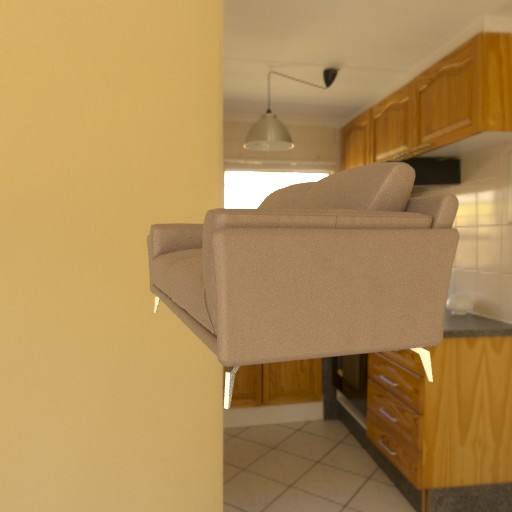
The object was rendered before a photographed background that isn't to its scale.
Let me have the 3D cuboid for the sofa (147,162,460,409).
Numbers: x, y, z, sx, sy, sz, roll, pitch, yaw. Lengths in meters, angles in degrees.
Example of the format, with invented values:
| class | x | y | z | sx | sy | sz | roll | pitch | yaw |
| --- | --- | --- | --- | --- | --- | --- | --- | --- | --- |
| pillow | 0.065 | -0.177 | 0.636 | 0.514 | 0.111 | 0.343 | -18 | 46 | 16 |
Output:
| class | x | y | z | sx | sy | sz | roll | pitch | yaw |
| --- | --- | --- | --- | --- | --- | --- | --- | --- | --- |
| sofa | 0.000 | 0.000 | 2.570 | 1.049 | 0.930 | 2.101 | -1 | 2 | -19 |
